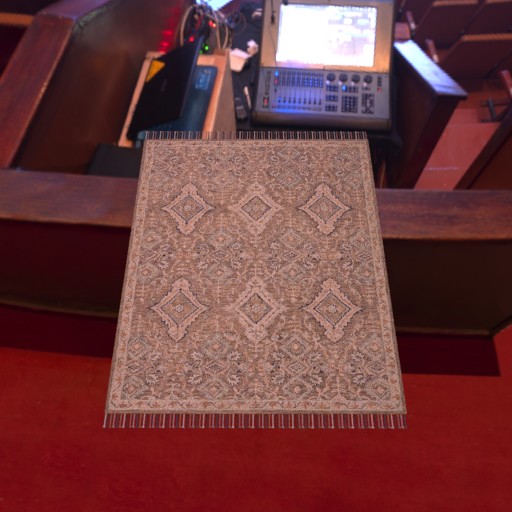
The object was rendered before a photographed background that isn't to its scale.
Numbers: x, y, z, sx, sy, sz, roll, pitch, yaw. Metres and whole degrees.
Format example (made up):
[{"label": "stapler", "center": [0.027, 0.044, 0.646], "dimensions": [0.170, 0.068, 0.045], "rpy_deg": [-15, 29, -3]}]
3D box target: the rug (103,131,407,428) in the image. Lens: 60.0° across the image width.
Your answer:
[{"label": "rug", "center": [0.000, 0.000, 4.204], "dimensions": [2.437, 0.010, 3.056], "rpy_deg": [0, 64, 0]}]
